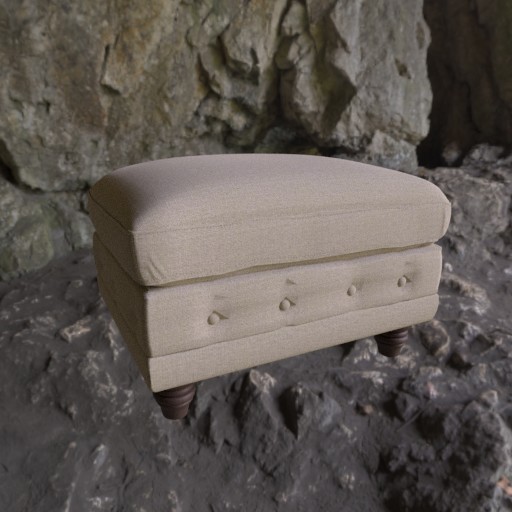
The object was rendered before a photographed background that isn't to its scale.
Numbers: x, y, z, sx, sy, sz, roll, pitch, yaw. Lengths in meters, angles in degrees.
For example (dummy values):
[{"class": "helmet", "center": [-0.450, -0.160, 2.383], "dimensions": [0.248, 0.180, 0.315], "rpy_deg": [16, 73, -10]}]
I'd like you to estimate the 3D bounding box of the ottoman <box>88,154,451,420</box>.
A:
[{"class": "ottoman", "center": [0.000, 0.000, 1.042], "dimensions": [0.684, 0.463, 0.541], "rpy_deg": [-8, 17, -26]}]
